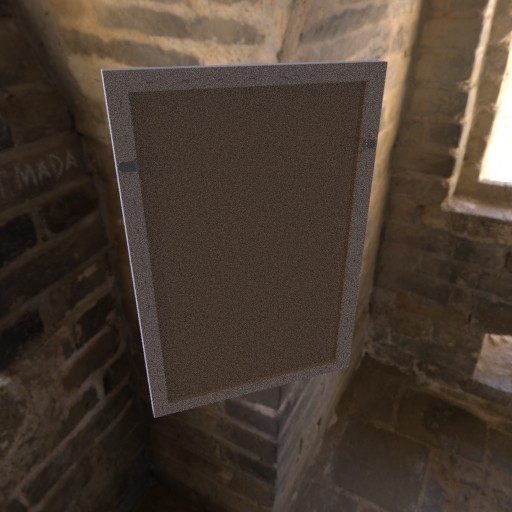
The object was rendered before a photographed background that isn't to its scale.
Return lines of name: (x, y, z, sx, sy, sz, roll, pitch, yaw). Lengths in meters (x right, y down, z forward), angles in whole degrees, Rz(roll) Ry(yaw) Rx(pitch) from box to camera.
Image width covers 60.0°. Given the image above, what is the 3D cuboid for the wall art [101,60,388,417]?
wall art: (0.000, 0.000, 1.150, 0.624, 0.914, 0.043, -9, 30, -17)
